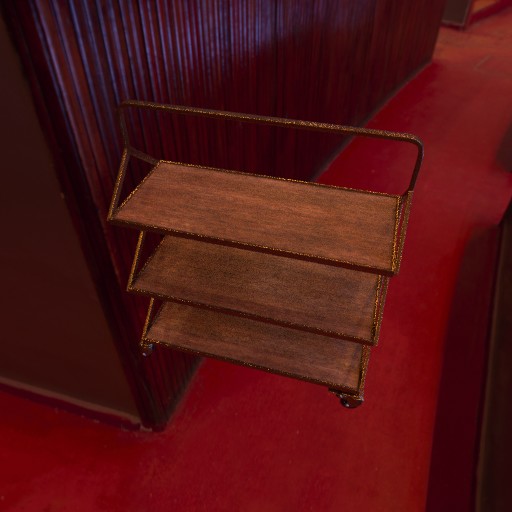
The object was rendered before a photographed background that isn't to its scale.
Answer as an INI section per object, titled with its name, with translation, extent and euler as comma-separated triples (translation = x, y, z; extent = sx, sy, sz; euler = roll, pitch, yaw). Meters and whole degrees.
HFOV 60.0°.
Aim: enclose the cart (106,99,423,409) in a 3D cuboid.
[cart]
translation = 0.000, 0.000, 1.220
extent = 0.723, 0.805, 0.313
euler = 11, 43, 12
